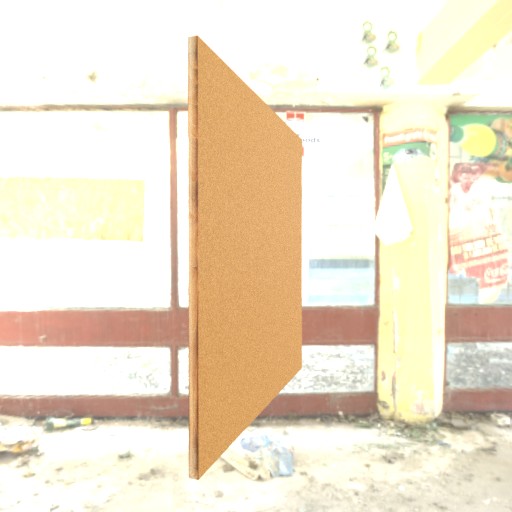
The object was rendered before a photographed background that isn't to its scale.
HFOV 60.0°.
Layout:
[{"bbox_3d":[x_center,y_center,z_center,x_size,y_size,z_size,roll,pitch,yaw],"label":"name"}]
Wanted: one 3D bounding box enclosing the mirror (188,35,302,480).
[{"bbox_3d":[0.000,0.000,1.190,0.061,0.804,0.804,0,1,19],"label":"mirror"}]
